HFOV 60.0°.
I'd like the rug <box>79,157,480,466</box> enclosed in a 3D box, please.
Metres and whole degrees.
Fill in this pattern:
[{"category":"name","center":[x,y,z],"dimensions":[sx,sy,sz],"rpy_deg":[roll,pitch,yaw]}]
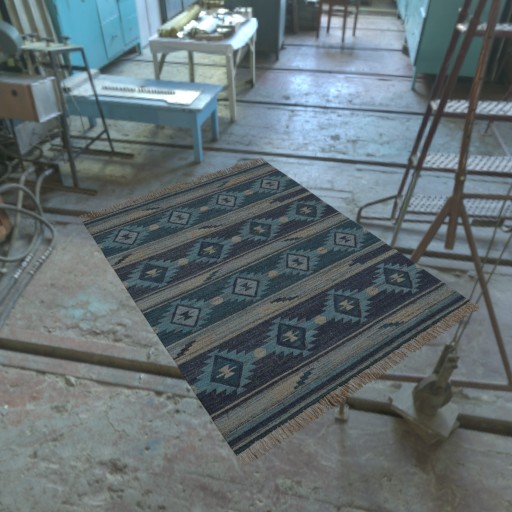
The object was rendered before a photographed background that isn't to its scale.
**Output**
[{"category":"rug","center":[0.000,0.000,4.289],"dimensions":[2.418,0.047,3.307],"rpy_deg":[-24,45,-26]}]
